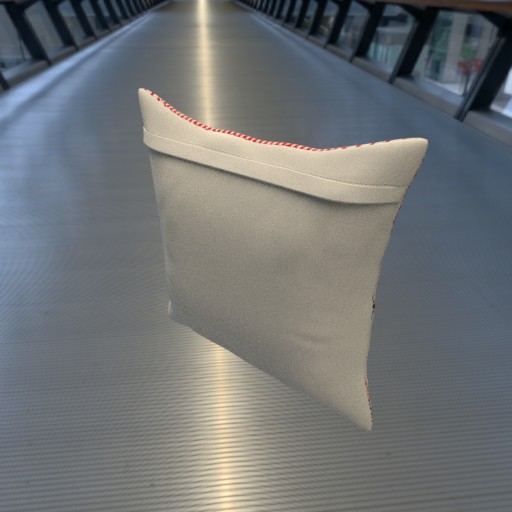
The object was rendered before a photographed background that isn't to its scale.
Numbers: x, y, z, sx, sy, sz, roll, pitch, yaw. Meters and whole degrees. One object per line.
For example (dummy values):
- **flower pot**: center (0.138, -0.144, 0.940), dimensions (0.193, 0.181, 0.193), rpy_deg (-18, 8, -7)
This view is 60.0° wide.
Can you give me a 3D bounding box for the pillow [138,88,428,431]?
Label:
- **pillow**: center (0.000, 0.000, 0.698), dimensions (0.463, 0.454, 0.160), rpy_deg (22, 37, 32)
